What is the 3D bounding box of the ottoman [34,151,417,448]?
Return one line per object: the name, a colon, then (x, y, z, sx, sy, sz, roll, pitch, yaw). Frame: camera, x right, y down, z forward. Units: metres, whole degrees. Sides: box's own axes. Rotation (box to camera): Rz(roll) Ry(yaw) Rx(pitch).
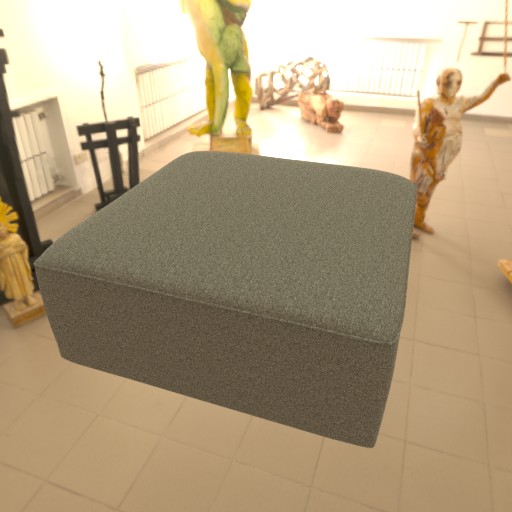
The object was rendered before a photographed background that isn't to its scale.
ottoman: (0.000, 0.000, 1.584, 1.015, 0.464, 1.005, 11, 34, 16)
